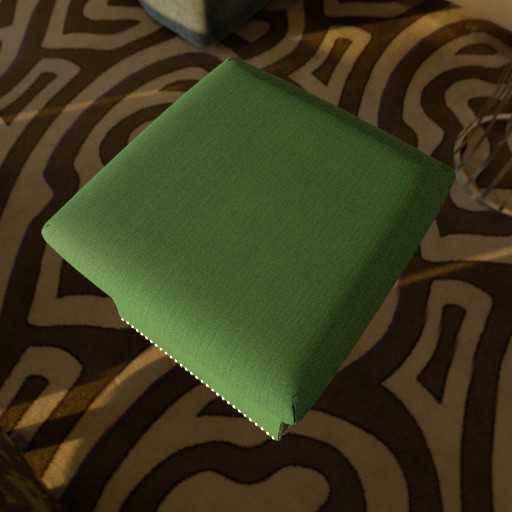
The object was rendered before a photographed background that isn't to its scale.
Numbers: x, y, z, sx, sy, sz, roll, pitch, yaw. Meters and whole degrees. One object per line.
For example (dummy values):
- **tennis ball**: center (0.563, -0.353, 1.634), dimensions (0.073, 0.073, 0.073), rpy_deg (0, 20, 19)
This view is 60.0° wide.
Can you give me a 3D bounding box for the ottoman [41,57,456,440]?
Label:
- **ottoman**: center (0.000, 0.000, 0.882), dimensions (0.497, 0.475, 0.507), rpy_deg (33, 68, 16)
